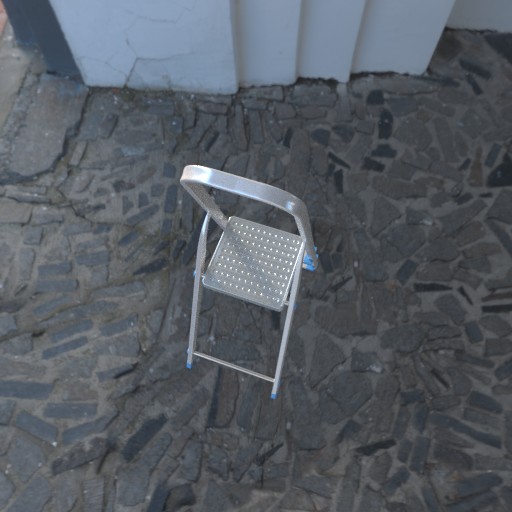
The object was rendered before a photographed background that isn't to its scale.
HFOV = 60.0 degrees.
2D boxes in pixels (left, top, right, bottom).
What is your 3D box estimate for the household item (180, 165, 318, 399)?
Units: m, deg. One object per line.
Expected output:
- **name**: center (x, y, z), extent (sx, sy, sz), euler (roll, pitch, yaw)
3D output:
- **household item**: center (0.000, 0.000, 1.540), extent (0.420, 1.215, 0.687), euler (17, 65, 8)
